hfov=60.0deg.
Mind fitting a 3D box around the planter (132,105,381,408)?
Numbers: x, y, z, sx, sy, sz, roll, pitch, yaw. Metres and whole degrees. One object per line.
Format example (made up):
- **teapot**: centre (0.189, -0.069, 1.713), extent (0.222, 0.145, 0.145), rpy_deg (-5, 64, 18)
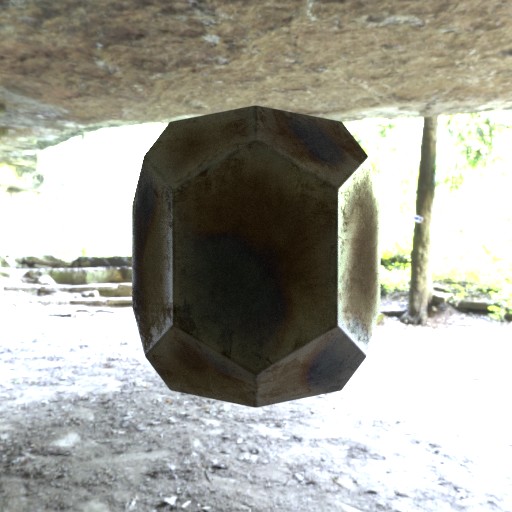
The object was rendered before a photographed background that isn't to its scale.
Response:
- **planter**: centre (0.000, 0.000, 0.434), extent (0.243, 0.238, 0.221), rpy_deg (0, 1, 0)
